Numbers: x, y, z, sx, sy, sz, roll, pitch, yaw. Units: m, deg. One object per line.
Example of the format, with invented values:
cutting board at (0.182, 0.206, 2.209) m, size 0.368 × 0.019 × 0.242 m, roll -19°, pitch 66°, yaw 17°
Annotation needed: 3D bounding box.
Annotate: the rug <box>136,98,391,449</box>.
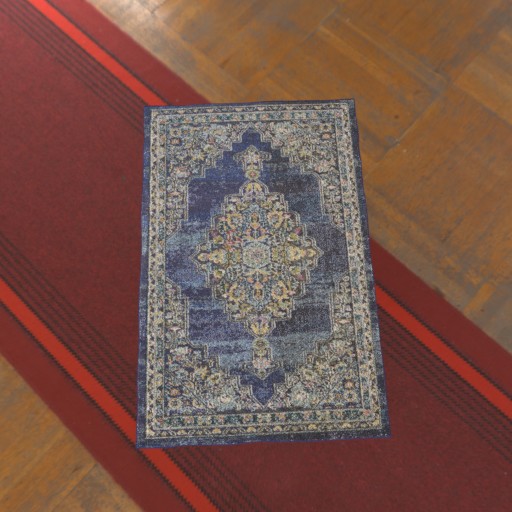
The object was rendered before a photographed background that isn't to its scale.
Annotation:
rug at (0.000, 0.000, 2.254) m, size 1.184 × 0.012 × 1.781 m, roll -2°, pitch 76°, yaw -1°
